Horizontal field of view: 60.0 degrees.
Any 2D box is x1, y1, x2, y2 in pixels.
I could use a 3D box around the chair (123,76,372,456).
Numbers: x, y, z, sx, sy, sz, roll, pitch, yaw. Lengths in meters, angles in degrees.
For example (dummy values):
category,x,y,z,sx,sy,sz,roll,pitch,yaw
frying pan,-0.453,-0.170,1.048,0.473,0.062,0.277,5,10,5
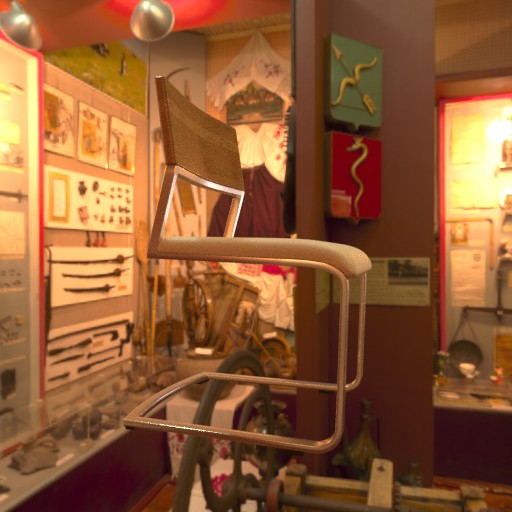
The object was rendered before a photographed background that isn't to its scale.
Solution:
category,x,y,z,sx,sy,sz,roll,pitch,yaw
chair,0.000,0.000,1.206,0.585,0.844,0.467,0,0,19
